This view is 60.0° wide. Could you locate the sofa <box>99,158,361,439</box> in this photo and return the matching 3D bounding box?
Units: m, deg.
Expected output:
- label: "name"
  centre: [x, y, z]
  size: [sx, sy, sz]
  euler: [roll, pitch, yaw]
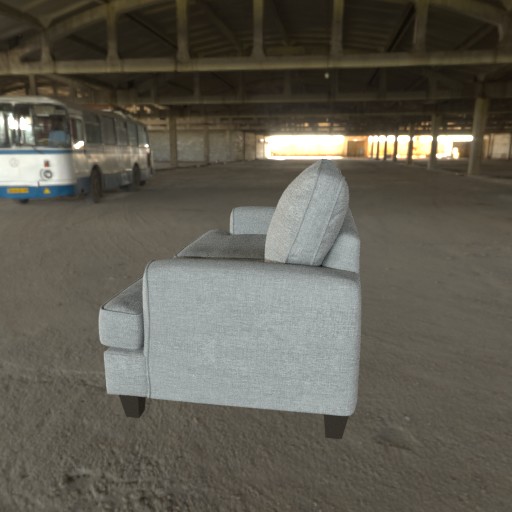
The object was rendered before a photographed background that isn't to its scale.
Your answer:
- label: "sofa"
  centre: [0.000, 0.000, 2.295]
  size: [0.965, 0.965, 1.651]
  euler: [2, 14, 9]
